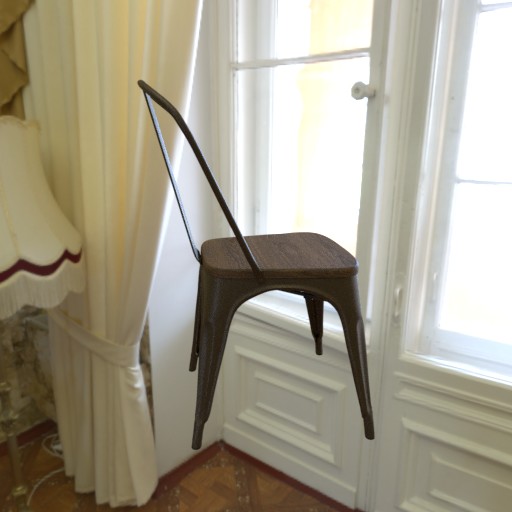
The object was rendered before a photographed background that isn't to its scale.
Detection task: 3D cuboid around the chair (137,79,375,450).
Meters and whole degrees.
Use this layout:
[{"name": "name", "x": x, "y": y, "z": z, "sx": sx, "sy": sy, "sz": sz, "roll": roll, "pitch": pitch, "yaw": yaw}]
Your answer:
[{"name": "chair", "x": 0.000, "y": 0.000, "z": 1.153, "sx": 0.532, "sy": 0.844, "sz": 0.451, "roll": -3, "pitch": 17, "yaw": -9}]
